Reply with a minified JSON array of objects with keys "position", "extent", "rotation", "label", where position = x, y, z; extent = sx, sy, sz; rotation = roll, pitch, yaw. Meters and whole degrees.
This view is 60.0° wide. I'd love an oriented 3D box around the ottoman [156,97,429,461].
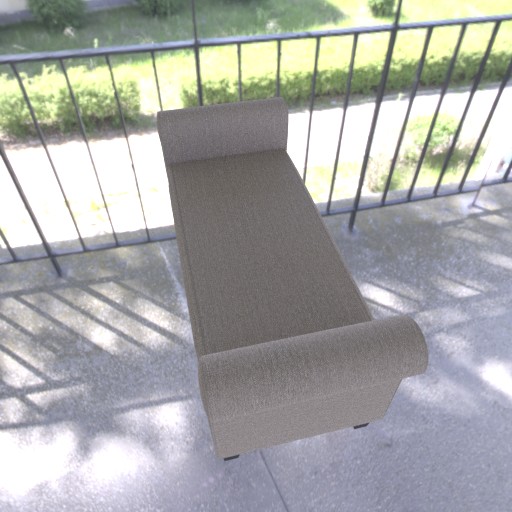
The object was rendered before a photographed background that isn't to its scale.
[{"position":[0.000,0.000,1.538],"extent":[0.521,0.547,1.256],"rotation":[-10,47,-9],"label":"ottoman"}]
